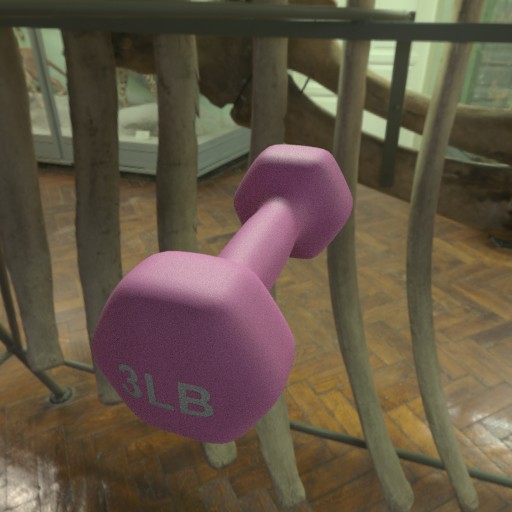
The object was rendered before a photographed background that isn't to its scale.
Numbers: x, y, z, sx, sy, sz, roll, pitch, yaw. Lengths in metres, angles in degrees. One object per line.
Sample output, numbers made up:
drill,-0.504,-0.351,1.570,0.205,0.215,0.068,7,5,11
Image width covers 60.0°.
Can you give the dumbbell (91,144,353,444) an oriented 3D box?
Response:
dumbbell,0.000,0.000,0.189,0.064,0.058,0.159,10,32,17
